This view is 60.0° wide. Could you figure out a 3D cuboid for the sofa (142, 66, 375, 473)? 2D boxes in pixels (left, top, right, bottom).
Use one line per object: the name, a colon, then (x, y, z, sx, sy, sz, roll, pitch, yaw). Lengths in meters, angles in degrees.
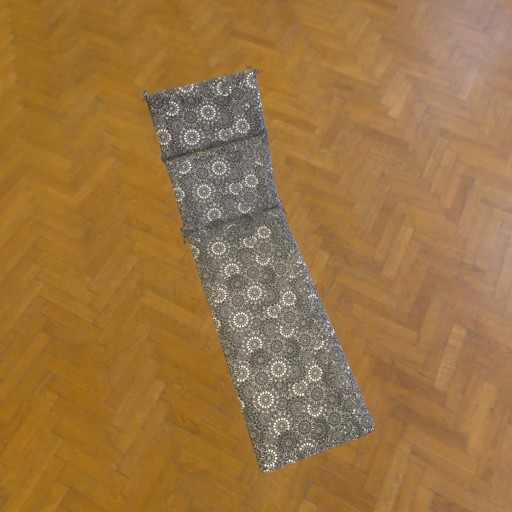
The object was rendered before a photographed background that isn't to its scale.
sofa: (0.000, 0.000, 1.958, 0.582, 0.622, 1.663, -17, 65, -8)
